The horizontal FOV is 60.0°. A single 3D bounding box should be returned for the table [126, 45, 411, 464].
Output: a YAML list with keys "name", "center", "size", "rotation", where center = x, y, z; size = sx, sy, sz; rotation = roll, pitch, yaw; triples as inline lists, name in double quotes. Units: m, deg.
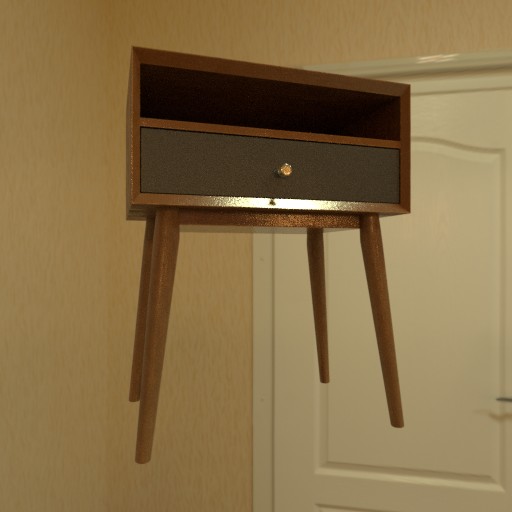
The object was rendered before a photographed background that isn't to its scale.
- name: "table"
  center: [0.000, 0.000, 0.819]
  size: [0.454, 0.580, 0.307]
  rotation: [0, 0, -18]
